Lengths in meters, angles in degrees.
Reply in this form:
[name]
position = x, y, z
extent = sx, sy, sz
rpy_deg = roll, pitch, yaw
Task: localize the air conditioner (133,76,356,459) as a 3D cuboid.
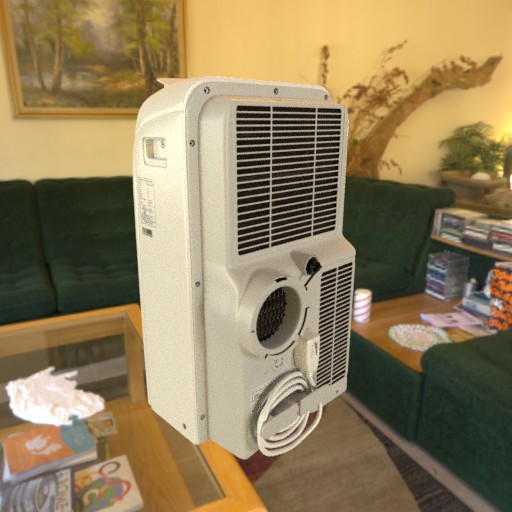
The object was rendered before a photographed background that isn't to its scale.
[air conditioner]
position = 0.000, 0.000, 1.041
extent = 0.449, 0.786, 0.414
rpy_deg = -16, 23, -42
